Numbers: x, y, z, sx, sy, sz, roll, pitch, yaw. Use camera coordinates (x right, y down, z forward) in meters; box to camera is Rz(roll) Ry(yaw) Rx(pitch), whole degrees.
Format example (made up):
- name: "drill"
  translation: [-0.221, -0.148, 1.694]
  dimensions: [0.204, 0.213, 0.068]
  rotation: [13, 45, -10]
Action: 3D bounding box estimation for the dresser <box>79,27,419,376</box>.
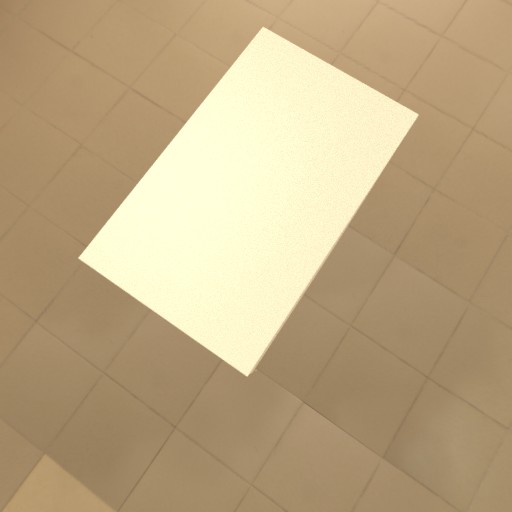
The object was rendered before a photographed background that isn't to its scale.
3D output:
- name: "dresser"
  translation: [0.000, 0.000, 1.481]
  dimensions: [0.400, 1.190, 0.650]
  rotation: [33, 78, 8]
